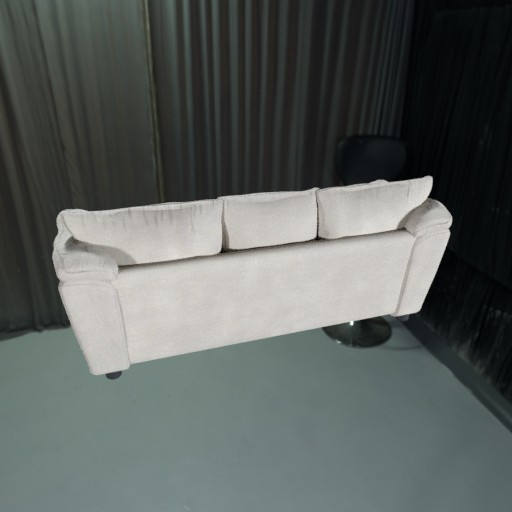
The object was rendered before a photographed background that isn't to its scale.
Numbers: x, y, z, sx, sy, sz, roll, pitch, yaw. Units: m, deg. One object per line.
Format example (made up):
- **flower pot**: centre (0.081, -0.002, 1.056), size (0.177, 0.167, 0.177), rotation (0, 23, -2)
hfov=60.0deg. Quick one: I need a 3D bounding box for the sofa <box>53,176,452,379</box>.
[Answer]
- **sofa**: centre (0.000, 0.000, 2.848), size (2.334, 0.996, 0.878), rotation (-8, 27, -16)
